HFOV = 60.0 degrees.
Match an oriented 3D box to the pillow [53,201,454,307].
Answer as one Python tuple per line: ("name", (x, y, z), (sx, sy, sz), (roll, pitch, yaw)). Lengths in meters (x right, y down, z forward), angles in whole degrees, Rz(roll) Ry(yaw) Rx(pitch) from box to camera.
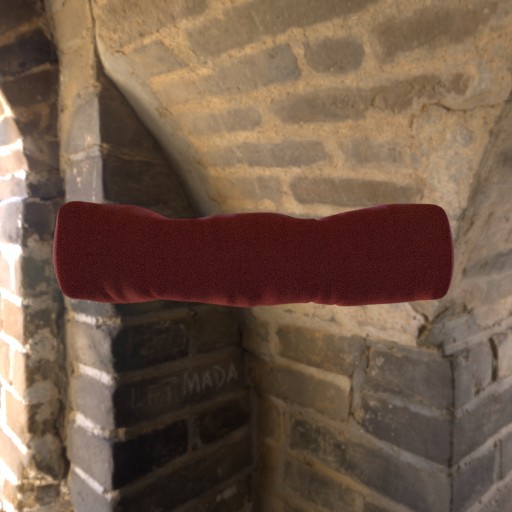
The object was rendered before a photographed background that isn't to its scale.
("pillow", (0.000, 0.000, 0.727), (0.468, 0.128, 0.490), (0, 0, 1))
